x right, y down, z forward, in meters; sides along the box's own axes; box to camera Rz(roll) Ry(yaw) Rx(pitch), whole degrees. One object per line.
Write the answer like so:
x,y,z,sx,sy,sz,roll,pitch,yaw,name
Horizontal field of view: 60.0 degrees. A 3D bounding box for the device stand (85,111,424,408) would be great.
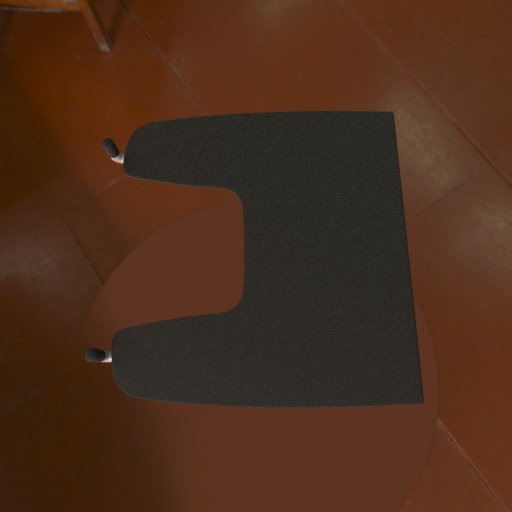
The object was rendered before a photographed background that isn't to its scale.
0.000,0.000,0.358,0.230,0.092,0.230,-1,75,0,device stand
